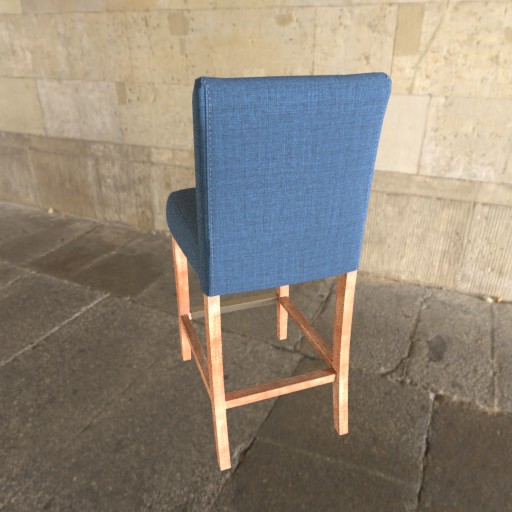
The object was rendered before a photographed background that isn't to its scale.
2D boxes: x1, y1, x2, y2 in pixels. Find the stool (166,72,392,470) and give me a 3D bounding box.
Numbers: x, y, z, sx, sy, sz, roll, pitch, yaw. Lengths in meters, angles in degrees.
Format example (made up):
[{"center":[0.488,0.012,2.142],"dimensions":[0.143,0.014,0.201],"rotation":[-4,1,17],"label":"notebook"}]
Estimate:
[{"center":[0.000,0.000,1.328],"dimensions":[0.454,1.039,0.567],"rotation":[-9,27,-17],"label":"stool"}]
